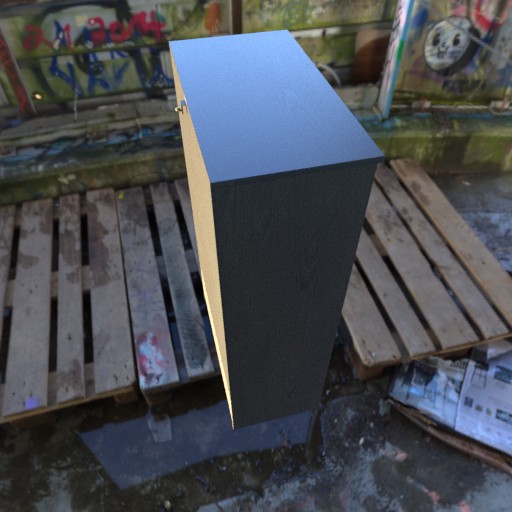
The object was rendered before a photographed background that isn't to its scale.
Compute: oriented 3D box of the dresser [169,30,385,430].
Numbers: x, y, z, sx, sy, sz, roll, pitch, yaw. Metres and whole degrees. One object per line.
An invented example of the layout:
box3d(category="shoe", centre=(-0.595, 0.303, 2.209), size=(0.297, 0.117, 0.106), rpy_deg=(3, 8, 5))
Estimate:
box3d(category="dresser", centre=(0.000, 0.000, 1.588), size=(0.418, 1.254, 0.704), rpy_deg=(-11, 48, -10))
